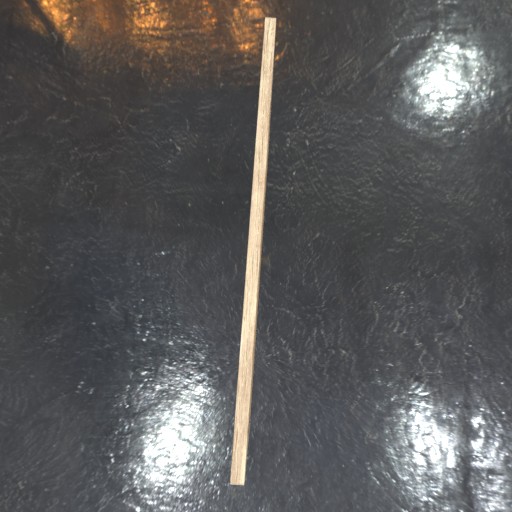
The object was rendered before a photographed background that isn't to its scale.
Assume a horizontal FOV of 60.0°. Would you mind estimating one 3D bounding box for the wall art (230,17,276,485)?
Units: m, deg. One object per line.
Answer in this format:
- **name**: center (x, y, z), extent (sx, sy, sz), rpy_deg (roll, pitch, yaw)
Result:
- **wall art**: center (0.000, 0.000, 0.950), extent (0.021, 0.480, 0.780), rpy_deg (4, 77, 1)
